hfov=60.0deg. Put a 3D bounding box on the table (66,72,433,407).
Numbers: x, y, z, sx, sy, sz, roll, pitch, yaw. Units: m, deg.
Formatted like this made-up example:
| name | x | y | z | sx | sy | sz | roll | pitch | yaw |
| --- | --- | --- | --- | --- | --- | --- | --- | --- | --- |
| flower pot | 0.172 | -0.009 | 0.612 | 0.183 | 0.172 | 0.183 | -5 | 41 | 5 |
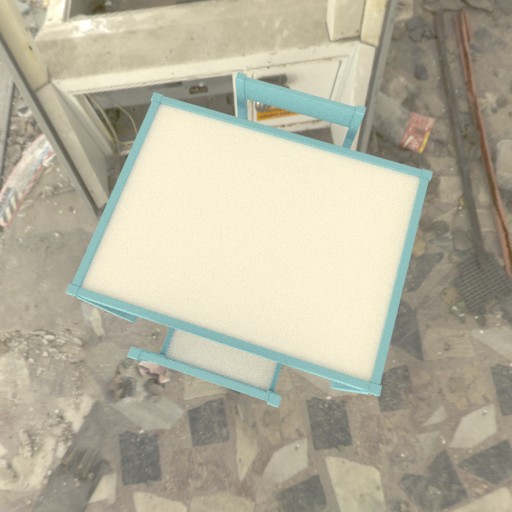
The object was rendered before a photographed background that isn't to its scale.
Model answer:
| name | x | y | z | sx | sy | sz | roll | pitch | yaw |
| --- | --- | --- | --- | --- | --- | --- | --- | --- | --- |
| table | 0.000 | 0.000 | 1.106 | 0.639 | 0.503 | 0.633 | 17 | 75 | 5 |
